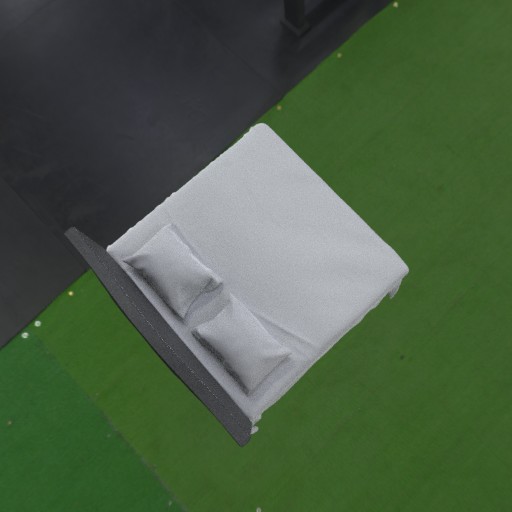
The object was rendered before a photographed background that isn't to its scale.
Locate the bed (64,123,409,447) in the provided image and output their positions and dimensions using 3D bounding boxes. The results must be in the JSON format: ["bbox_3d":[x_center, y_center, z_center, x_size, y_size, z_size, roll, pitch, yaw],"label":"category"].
[{"bbox_3d":[0.000,0.000,3.844,2.219,1.651,2.314,-41,80,-9],"label":"bed"}]
